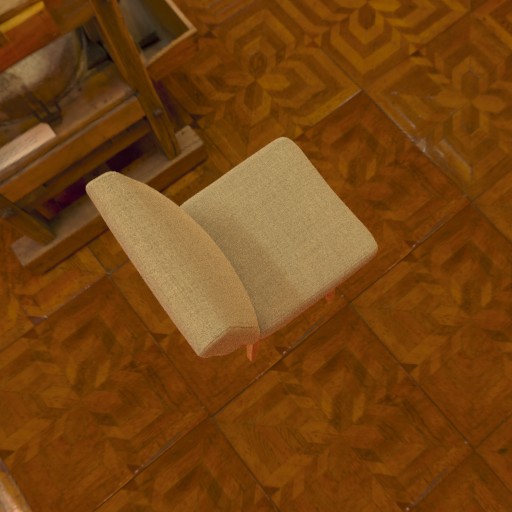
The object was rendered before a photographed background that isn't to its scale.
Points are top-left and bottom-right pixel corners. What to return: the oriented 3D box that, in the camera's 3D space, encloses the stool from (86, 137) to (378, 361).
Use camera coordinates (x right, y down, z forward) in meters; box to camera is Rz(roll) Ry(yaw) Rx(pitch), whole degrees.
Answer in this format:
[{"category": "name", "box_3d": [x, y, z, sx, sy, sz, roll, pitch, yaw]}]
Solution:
[{"category": "stool", "box_3d": [0.000, 0.000, 1.408, 0.569, 1.106, 0.483, -35, 78, -9]}]
